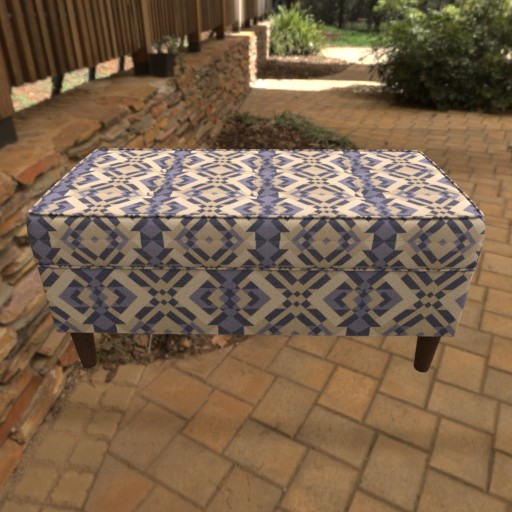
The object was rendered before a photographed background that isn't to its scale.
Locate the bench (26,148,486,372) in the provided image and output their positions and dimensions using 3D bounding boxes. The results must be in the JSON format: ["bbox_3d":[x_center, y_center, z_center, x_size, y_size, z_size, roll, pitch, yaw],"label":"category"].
[{"bbox_3d":[0.000,0.000,1.260,1.016,0.477,0.492,0,31,1],"label":"bench"}]
